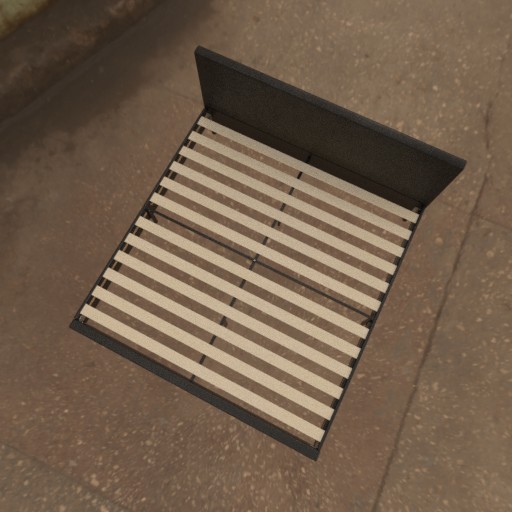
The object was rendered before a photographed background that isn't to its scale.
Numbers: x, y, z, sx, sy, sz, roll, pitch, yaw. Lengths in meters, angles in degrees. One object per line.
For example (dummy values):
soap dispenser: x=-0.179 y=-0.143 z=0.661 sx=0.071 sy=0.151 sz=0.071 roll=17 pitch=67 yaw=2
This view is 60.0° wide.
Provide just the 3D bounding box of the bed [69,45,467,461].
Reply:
bed: x=0.000 y=0.000 z=3.261 sx=2.018 sy=1.046 sz=2.152 roll=26 pitch=76 yaw=7
